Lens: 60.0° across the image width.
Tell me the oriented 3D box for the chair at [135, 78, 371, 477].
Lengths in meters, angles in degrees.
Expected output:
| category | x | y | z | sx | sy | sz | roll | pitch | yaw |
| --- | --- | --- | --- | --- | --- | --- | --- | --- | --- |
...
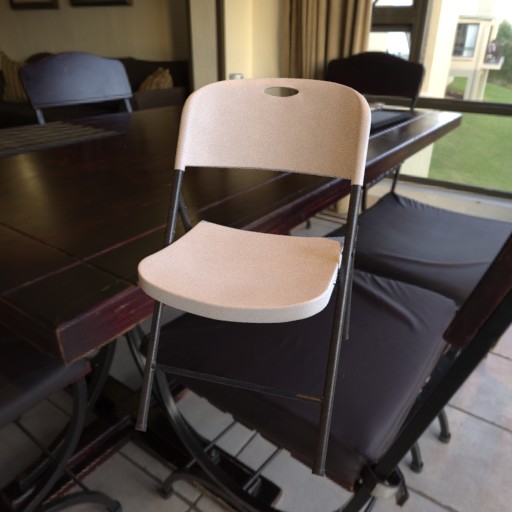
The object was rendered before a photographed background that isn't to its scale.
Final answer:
| category | x | y | z | sx | sy | sz | roll | pitch | yaw |
| --- | --- | --- | --- | --- | --- | --- | --- | --- | --- |
| chair | 0.000 | 0.000 | 1.143 | 0.494 | 0.810 | 0.566 | 8 | 28 | 15 |
